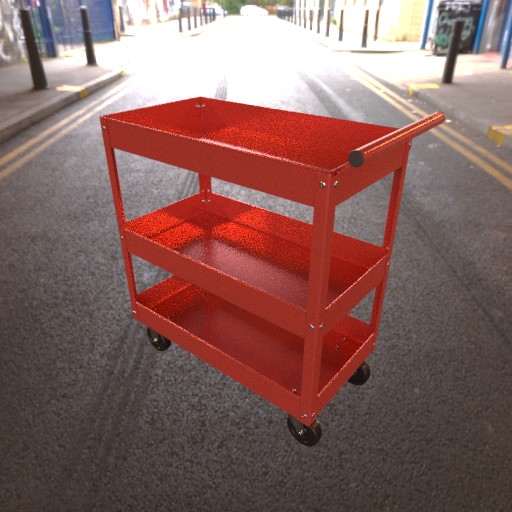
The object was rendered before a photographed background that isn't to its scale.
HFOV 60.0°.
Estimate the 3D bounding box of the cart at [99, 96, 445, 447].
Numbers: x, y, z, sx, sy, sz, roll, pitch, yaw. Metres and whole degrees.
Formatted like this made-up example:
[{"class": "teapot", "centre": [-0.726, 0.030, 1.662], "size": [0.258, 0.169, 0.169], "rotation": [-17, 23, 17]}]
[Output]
[{"class": "cart", "centre": [0.000, 0.000, 1.183], "size": [0.719, 0.780, 0.366], "rotation": [22, 36, 33]}]
